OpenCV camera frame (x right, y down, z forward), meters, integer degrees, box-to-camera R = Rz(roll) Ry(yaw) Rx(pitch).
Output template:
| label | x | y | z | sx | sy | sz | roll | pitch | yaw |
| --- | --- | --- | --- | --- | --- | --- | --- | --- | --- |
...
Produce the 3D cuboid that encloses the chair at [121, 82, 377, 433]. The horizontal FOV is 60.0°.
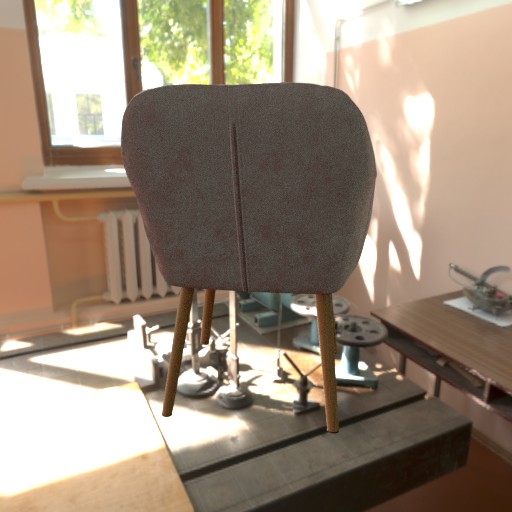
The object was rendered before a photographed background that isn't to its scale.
| label | x | y | z | sx | sy | sz | roll | pitch | yaw |
| --- | --- | --- | --- | --- | --- | --- | --- | --- | --- |
| chair | 0.000 | 0.000 | 1.214 | 0.610 | 0.832 | 0.570 | 2 | 16 | 8 |
